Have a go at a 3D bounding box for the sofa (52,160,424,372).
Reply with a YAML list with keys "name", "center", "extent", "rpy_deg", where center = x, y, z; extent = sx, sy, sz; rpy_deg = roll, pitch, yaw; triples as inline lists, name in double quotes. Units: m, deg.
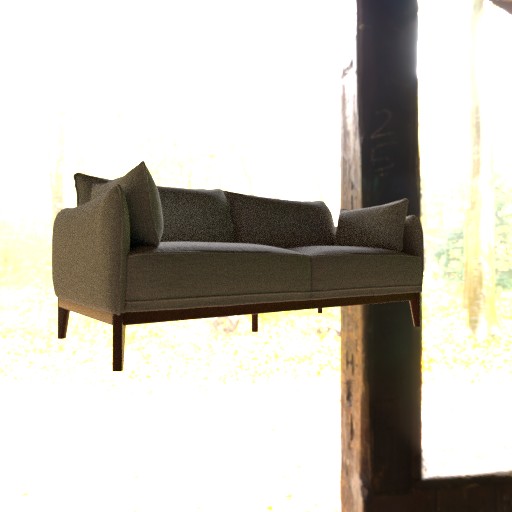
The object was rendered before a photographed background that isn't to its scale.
- name: "sofa"
  center: [0.000, 0.000, 2.512]
  extent: [1.989, 0.860, 0.991]
  rpy_deg: [1, -1, -37]
